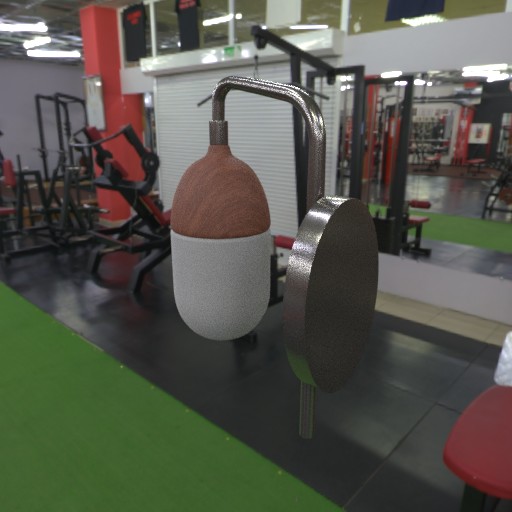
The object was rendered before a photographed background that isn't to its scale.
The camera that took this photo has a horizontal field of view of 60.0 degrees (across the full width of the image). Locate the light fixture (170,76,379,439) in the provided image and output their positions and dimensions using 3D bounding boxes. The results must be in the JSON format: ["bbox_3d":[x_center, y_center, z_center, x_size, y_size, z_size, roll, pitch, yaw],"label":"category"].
[{"bbox_3d":[0.000,0.000,0.447,0.108,0.343,0.216,-16,22,-42],"label":"light fixture"}]
